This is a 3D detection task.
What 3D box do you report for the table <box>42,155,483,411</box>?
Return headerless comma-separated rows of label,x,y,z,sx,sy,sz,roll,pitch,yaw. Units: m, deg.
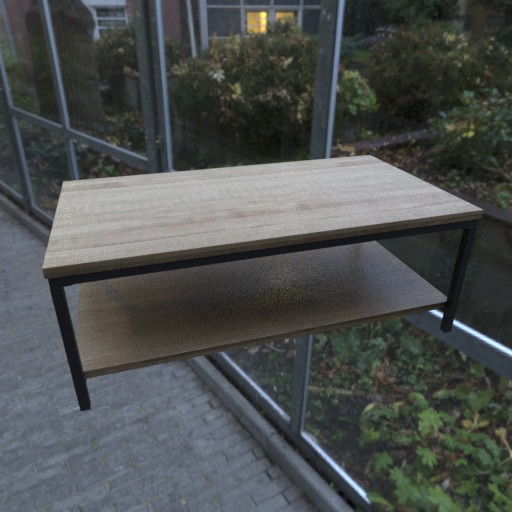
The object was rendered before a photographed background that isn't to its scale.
table,0.000,0.000,1.347,1.062,0.393,0.574,-8,29,-15
